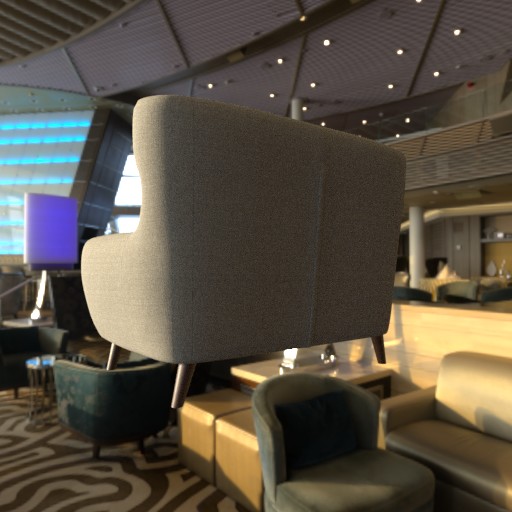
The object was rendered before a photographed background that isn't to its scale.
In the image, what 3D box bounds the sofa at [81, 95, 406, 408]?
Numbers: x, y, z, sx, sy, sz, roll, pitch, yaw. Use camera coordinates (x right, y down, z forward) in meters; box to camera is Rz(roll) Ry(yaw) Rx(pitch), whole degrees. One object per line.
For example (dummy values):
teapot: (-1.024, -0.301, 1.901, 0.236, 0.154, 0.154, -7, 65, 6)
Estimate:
sofa: (0.000, 0.000, 2.042, 1.386, 1.028, 0.884, 1, -1, -37)
